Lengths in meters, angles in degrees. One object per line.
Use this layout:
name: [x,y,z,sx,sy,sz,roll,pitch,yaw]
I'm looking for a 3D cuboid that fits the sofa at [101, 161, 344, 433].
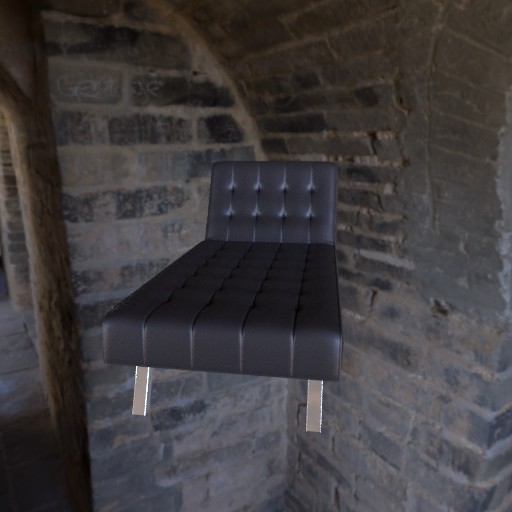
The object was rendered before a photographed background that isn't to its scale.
sofa: [0.000,0.000,2.047,0.760,0.820,1.560,2,14,9]
